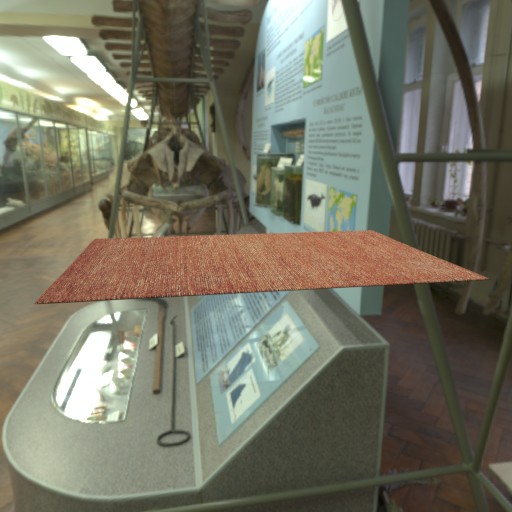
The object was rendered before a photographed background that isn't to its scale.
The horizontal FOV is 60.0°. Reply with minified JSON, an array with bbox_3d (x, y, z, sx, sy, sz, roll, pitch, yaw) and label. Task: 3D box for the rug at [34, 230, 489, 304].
[{"bbox_3d":[0.000,0.000,2.214,1.747,0.011,1.139,-2,14,-10],"label":"rug"}]
